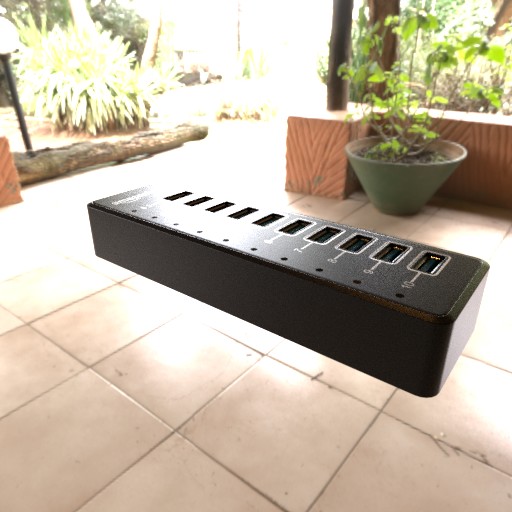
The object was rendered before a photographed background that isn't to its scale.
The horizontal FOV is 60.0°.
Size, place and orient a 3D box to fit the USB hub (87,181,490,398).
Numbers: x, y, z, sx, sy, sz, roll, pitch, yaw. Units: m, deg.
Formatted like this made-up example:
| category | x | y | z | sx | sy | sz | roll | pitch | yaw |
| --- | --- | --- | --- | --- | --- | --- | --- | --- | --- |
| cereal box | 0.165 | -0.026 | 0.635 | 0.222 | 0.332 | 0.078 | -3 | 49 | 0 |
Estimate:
| category | x | y | z | sx | sy | sz | roll | pitch | yaw |
| --- | --- | --- | --- | --- | --- | --- | --- | --- | --- |
| USB hub | 0.000 | 0.000 | 0.161 | 0.145 | 0.023 | 0.044 | 18 | 31 | 33 |
